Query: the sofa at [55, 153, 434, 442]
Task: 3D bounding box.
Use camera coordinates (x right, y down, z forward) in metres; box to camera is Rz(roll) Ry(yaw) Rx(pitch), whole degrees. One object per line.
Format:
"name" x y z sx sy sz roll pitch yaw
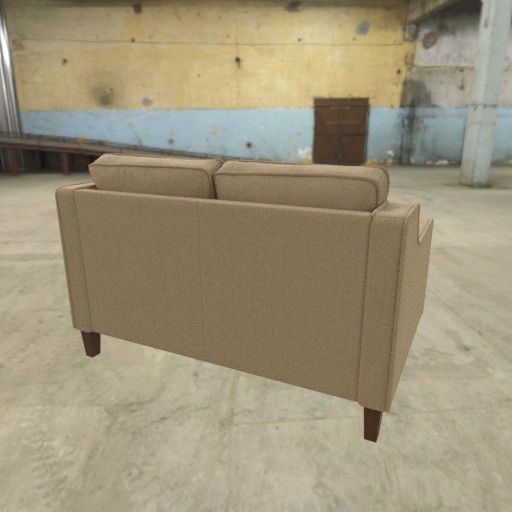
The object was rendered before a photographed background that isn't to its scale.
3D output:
"sofa" 0.000 0.000 2.147 1.501 0.971 0.987 8 18 25
